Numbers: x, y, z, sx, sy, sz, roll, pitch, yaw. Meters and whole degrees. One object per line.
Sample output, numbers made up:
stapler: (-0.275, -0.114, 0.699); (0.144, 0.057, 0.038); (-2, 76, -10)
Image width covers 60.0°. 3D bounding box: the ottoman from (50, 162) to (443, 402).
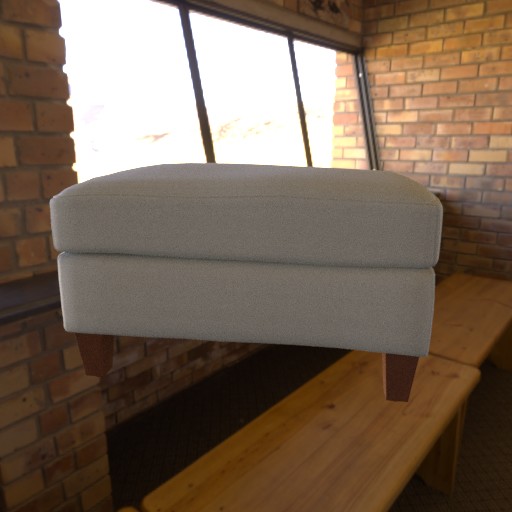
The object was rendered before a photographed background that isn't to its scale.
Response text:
ottoman: (0.000, 0.000, 1.209); (0.818, 0.496, 0.634); (2, 15, 8)
